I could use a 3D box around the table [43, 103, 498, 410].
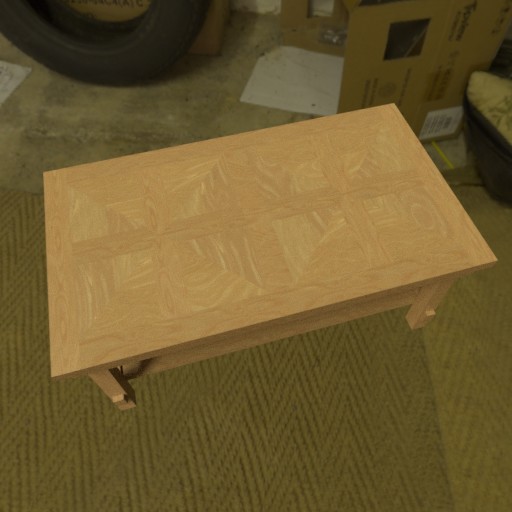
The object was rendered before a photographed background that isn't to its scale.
[{"bbox_3d":[0.000,0.000,1.600,1.270,0.507,0.711,-13,59,-8],"label":"table"}]
